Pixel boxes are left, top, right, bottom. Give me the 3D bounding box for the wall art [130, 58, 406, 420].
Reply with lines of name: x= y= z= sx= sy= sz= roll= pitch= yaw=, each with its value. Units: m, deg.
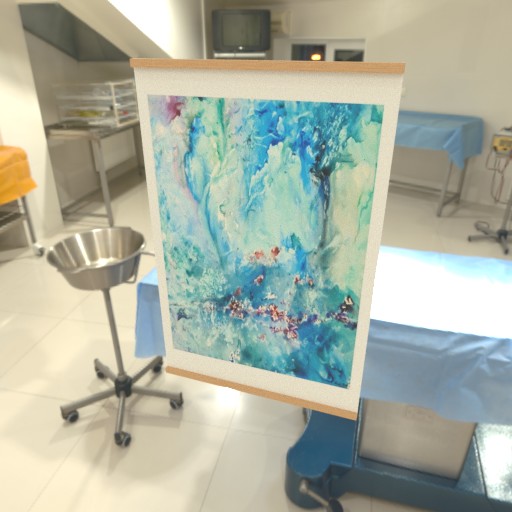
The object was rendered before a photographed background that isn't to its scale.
wall art: x=0.000 y=0.000 z=0.632 sx=0.335 sy=0.510 sz=0.013 roll=9 pitch=28 yaw=17
